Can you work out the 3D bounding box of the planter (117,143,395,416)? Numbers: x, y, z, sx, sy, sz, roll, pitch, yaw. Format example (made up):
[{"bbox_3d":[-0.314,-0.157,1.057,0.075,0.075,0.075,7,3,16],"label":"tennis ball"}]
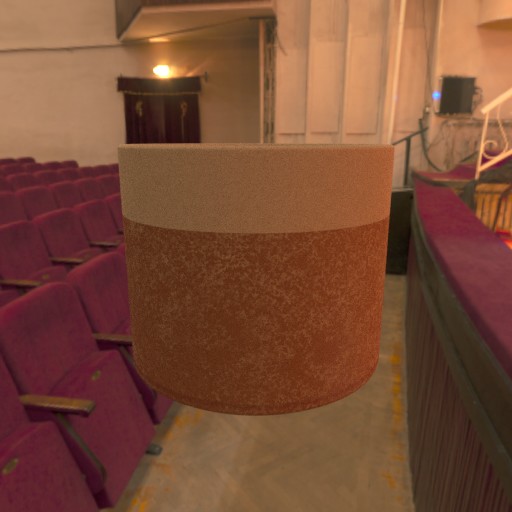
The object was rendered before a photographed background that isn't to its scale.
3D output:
[{"bbox_3d":[0.000,0.000,0.282,0.159,0.138,0.159,0,15,0],"label":"planter"}]
